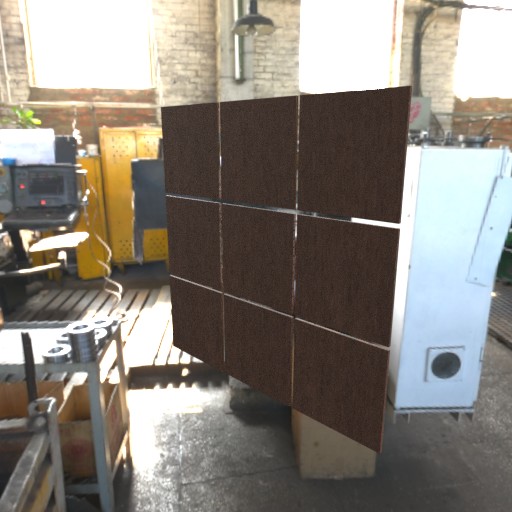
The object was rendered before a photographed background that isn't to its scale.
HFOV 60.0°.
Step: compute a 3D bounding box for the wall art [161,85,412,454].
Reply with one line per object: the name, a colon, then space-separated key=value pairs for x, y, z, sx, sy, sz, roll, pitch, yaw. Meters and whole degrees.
wall art: x=0.000 y=0.000 z=2.276 sx=1.527 sy=1.525 sz=0.014 roll=14 pitch=20 yaw=42
